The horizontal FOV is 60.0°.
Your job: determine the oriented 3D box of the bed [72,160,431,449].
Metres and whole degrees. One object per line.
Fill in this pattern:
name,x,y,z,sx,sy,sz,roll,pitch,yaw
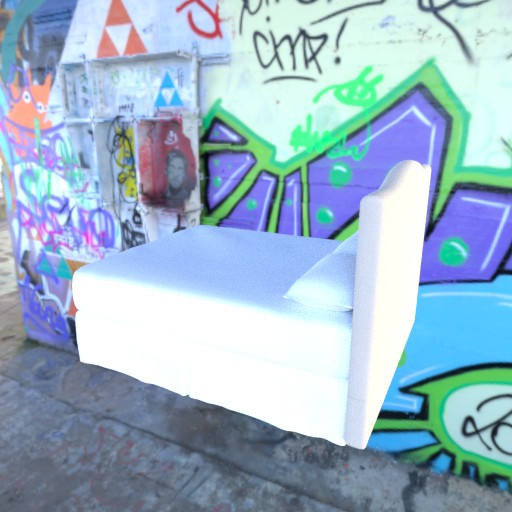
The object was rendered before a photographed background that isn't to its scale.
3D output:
bed,0.000,0.000,3.136,2.052,1.398,1.678,8,19,26
